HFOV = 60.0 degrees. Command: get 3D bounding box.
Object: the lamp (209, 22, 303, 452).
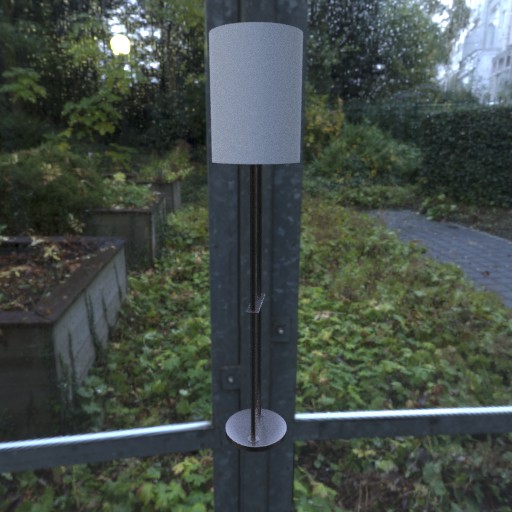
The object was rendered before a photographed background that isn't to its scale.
[{"bbox_3d":[0.000,0.000,1.639,0.305,1.500,0.306,2,15,8],"label":"lamp"}]
